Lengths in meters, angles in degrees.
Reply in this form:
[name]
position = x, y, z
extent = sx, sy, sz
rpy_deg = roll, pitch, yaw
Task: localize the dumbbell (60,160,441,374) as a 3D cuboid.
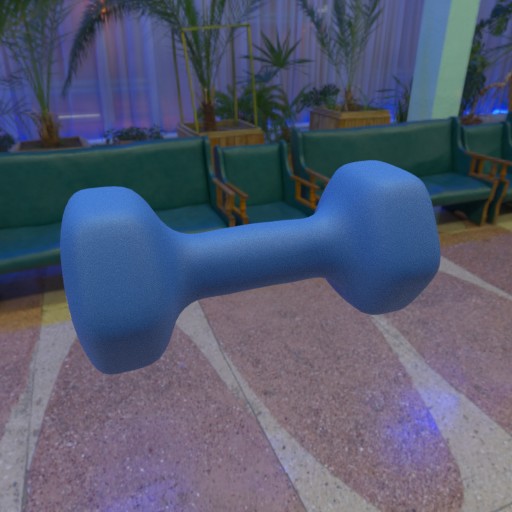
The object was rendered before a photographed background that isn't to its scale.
[dumbbell]
position = 0.000, 0.000, 0.266
extent = 0.212, 0.093, 0.103
rpy_deg = -9, 28, -17
